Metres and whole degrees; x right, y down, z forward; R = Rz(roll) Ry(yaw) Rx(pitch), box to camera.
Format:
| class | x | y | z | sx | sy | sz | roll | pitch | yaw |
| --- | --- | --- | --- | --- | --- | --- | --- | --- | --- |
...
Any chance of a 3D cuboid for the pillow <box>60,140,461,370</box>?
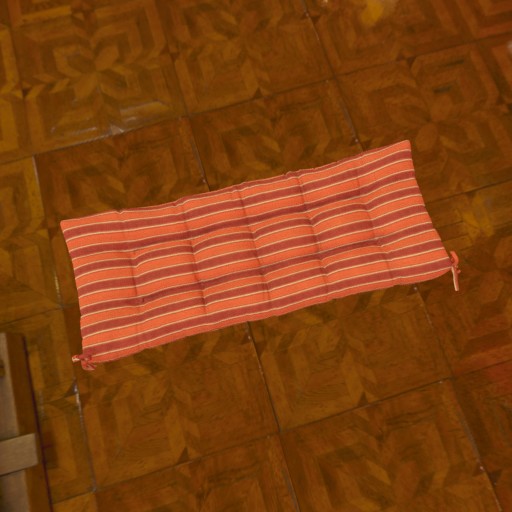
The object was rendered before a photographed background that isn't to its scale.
| class | x | y | z | sx | sy | sz | roll | pitch | yaw |
| --- | --- | --- | --- | --- | --- | --- | --- | --- | --- |
| pillow | 0.000 | 0.000 | 1.348 | 1.194 | 0.174 | 0.511 | -14 | 76 | -4 |
